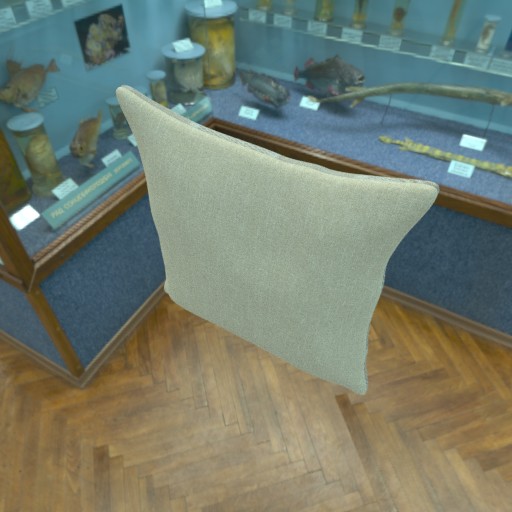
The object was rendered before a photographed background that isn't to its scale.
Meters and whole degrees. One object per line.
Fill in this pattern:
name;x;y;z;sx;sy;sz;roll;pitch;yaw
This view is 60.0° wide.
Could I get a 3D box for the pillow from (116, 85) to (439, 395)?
pillow;0.000;0.000;0.675;0.436;0.432;0.138;24;51;22
